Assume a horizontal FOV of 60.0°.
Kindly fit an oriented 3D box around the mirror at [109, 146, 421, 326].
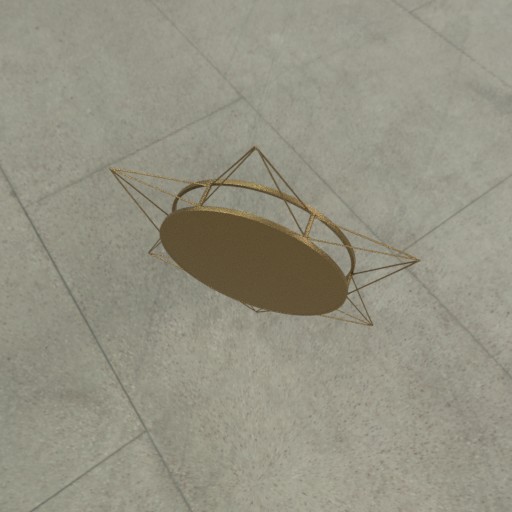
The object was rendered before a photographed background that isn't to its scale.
[{"bbox_3d":[0.000,0.000,0.798,0.498,0.581,0.062,17,64,9],"label":"mirror"}]
